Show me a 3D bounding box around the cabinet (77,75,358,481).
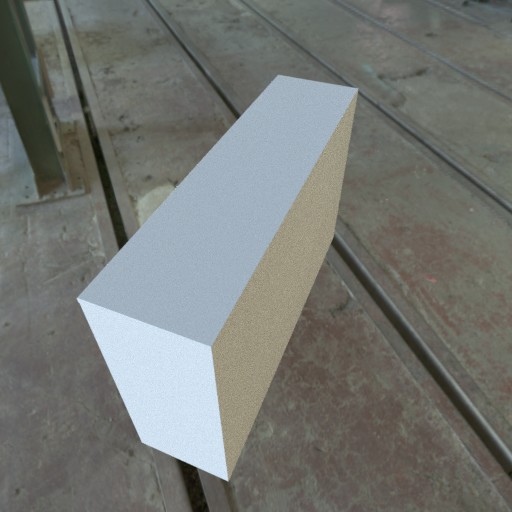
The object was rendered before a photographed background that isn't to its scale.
[{"bbox_3d":[0.000,0.000,1.858,0.380,0.900,1.450,16,47,16],"label":"cabinet"}]
